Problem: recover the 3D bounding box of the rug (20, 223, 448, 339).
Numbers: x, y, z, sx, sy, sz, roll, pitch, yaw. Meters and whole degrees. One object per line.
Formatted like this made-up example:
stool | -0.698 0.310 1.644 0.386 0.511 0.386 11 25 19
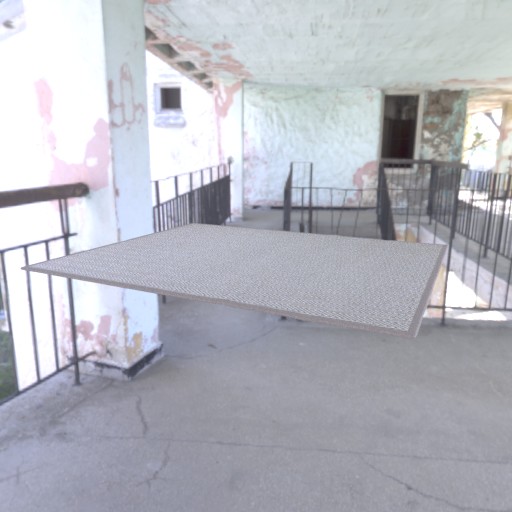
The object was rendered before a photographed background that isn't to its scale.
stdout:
rug | 0.000 0.000 3.941 3.007 0.032 2.434 7 15 26
